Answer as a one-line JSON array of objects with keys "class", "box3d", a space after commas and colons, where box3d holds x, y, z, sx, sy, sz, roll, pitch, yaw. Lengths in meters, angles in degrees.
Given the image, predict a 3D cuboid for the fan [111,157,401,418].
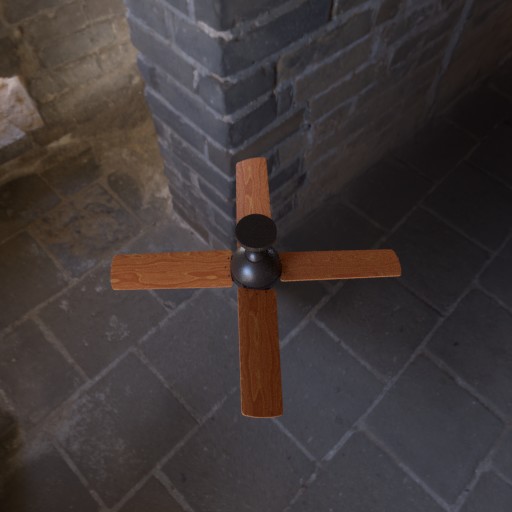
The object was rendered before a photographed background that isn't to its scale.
[{"class": "fan", "box3d": [0.000, 0.000, 1.963, 1.332, 0.403, 1.332, -2, 59, -1]}]
